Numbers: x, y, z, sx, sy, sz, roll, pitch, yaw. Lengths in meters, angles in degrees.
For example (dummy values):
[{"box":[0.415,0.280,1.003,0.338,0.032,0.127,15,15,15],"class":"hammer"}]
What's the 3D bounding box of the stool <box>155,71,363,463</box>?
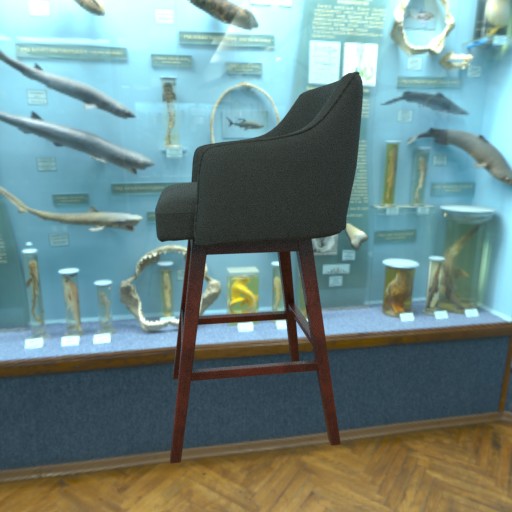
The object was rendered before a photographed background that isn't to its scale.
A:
[{"box":[0.000,0.000,1.337,0.558,1.012,0.548,-2,14,-9],"class":"stool"}]
